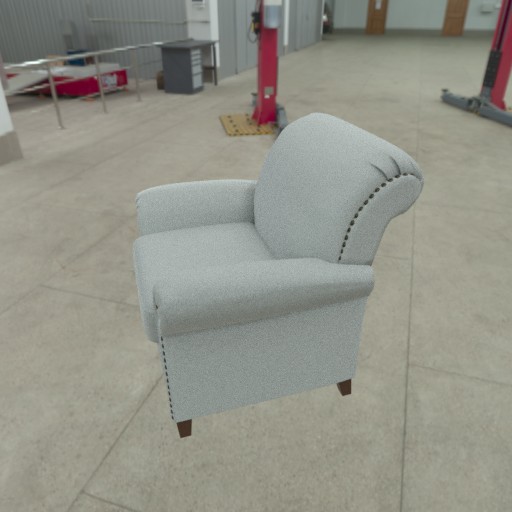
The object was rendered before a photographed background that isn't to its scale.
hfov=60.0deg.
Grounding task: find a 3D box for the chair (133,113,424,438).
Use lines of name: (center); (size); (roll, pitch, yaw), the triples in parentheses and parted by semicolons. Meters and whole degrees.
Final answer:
chair: (0.000, 0.000, 1.674); (0.890, 0.927, 0.854); (-9, 31, -15)
